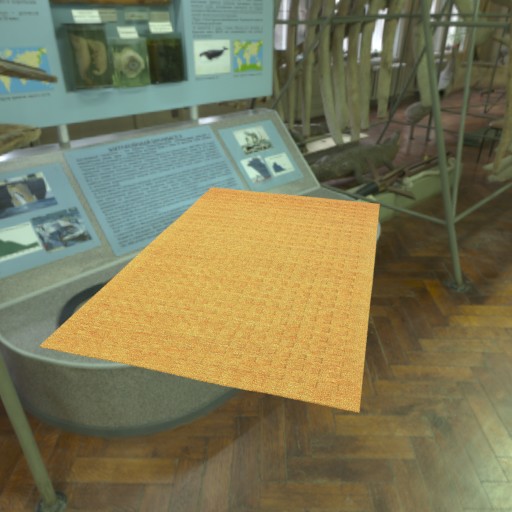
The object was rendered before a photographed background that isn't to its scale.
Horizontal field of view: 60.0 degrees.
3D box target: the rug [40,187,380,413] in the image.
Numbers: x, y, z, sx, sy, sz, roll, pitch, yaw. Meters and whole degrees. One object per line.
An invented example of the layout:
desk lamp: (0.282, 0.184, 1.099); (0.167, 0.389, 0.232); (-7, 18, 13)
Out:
rug: (0.000, 0.000, 2.213); (1.143, 0.006, 1.747); (8, 30, 14)
